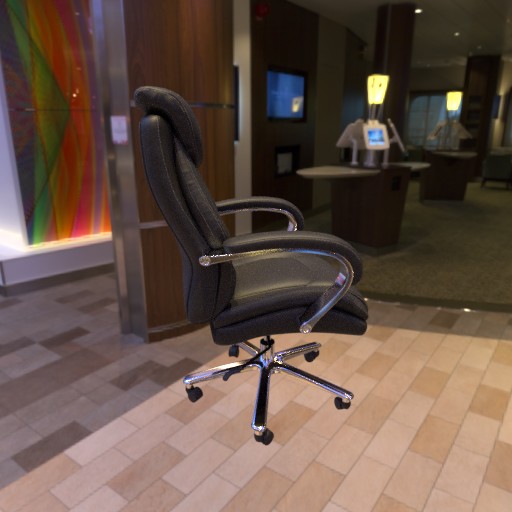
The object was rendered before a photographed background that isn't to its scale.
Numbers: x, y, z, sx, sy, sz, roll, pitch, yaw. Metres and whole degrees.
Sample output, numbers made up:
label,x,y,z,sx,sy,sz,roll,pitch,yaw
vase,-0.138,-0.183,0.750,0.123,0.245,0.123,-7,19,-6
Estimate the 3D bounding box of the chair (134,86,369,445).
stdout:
label,x,y,z,sx,sy,sz,roll,pitch,yaw
chair,0.000,0.000,1.684,0.790,1.183,0.755,-3,17,-9
